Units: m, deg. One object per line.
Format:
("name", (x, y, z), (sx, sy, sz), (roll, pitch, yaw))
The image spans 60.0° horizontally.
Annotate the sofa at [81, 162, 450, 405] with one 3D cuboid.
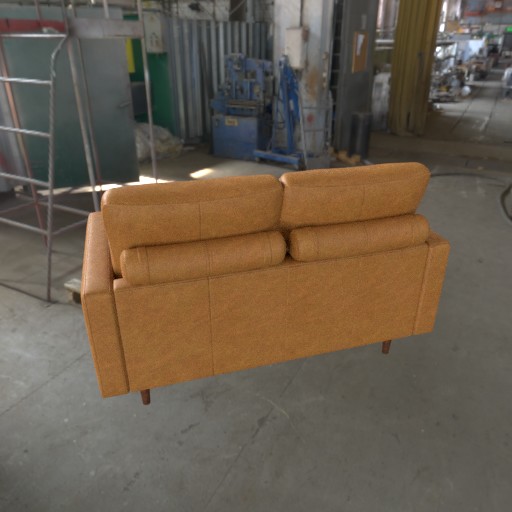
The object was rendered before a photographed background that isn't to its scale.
("sofa", (0.000, 0.000, 1.985), (1.430, 0.898, 0.868), (-8, 27, -15))
